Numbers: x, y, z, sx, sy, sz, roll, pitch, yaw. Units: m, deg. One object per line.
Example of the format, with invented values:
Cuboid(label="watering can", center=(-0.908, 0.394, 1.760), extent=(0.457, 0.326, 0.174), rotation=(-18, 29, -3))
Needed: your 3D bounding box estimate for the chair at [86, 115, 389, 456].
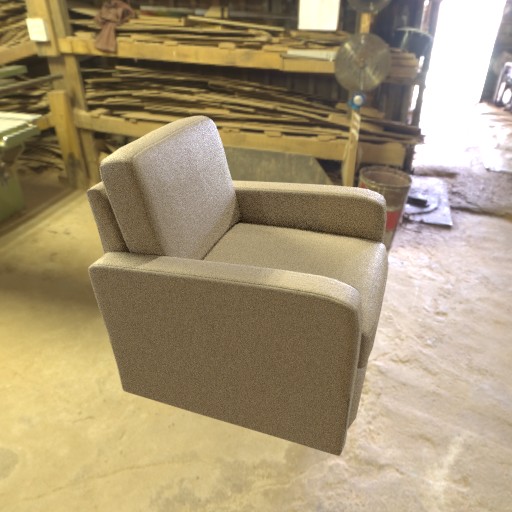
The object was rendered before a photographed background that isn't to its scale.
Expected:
Cuboid(label="chair", center=(0.000, 0.000, 1.546), extent=(0.888, 0.827, 0.755), rotation=(10, 32, 17))
